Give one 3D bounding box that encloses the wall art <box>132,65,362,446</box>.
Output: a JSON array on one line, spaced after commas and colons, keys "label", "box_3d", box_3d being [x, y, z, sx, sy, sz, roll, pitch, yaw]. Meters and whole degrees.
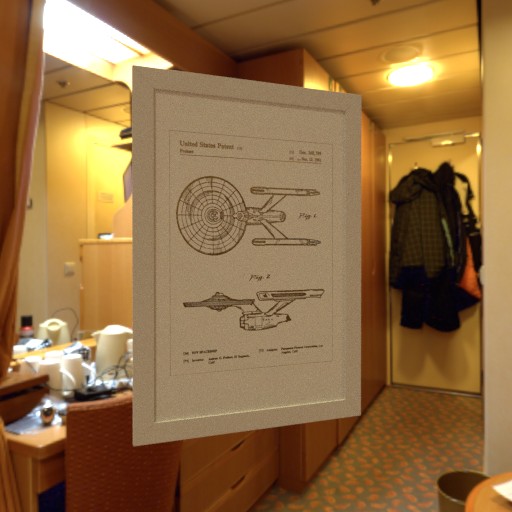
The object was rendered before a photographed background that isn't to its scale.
[{"label": "wall art", "box_3d": [0.000, 0.000, 0.844, 0.454, 0.659, 0.011, 0, 1, -19]}]
